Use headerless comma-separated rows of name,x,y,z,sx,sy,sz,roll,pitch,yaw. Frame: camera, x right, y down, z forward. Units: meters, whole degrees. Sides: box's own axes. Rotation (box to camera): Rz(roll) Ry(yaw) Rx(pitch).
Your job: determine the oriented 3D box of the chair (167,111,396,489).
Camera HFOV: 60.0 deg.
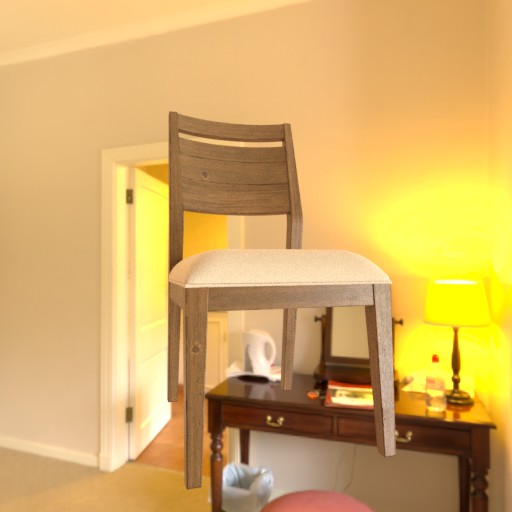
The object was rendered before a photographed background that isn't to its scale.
chair,0.000,0.000,1.255,0.497,0.939,0.610,0,0,-18
